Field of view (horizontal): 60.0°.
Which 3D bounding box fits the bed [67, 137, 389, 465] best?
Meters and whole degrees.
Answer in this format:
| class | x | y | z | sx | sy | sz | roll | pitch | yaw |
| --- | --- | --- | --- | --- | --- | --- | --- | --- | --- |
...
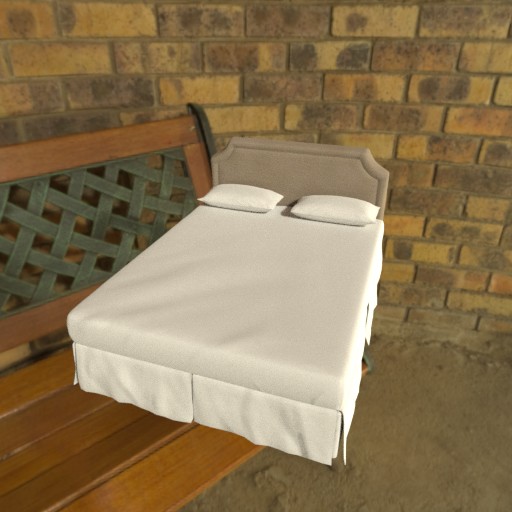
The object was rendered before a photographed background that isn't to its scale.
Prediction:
| class | x | y | z | sx | sy | sz | roll | pitch | yaw |
| --- | --- | --- | --- | --- | --- | --- | --- | --- | --- |
| bed | 0.000 | 0.000 | 3.627 | 1.977 | 1.293 | 2.498 | 9 | 30 | 17 |
